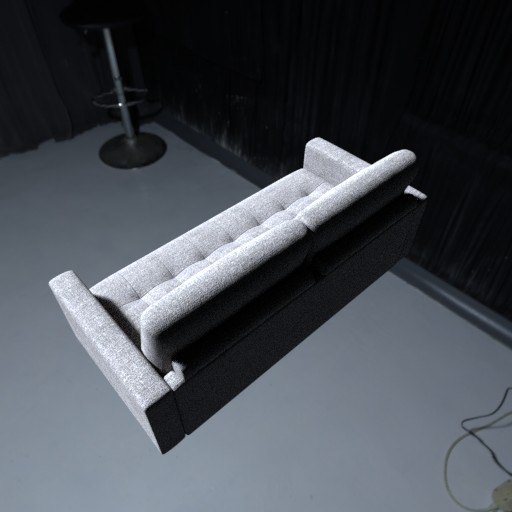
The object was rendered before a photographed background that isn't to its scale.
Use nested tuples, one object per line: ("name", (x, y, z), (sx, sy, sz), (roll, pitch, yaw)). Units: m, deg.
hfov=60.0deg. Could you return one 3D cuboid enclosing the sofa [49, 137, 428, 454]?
("sofa", (0.000, 0.000, 2.332), (1.821, 0.902, 0.863), (-33, 55, -27))
